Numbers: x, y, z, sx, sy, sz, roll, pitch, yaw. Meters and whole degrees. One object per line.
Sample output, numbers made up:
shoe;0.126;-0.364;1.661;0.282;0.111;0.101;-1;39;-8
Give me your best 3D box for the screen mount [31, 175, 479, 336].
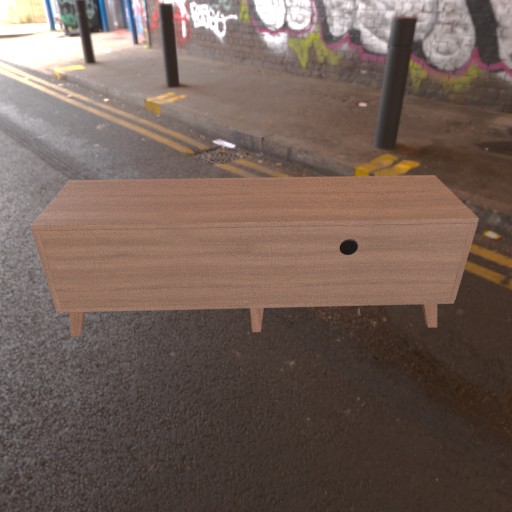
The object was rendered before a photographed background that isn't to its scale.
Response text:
screen mount;0.000;0.000;1.780;1.500;0.509;0.401;-1;32;-2
